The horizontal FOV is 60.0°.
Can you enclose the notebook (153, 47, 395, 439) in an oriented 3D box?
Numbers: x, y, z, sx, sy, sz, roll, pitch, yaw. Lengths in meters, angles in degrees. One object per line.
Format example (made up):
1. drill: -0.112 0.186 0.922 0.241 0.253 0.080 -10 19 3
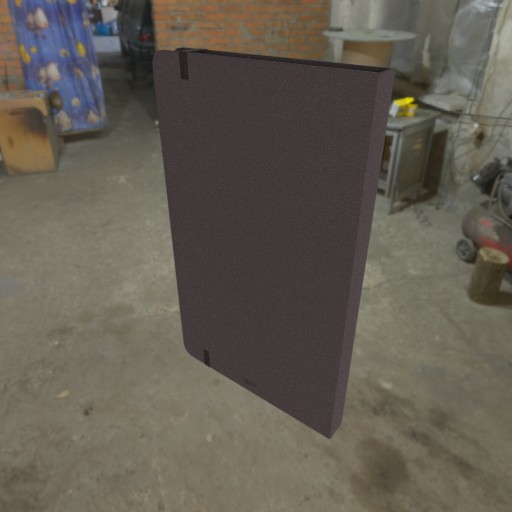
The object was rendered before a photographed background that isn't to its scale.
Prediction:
1. notebook: 0.000 0.000 0.257 0.127 0.213 0.016 22 37 31
